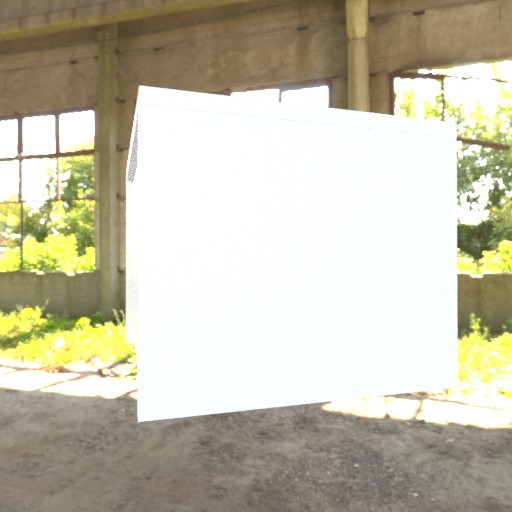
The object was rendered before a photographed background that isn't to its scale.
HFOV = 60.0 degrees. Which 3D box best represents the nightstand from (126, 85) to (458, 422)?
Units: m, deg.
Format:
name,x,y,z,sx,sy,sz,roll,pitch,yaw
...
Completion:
name,x,y,z,sx,sy,sz,roll,pitch,yaw
nightstand,0.000,0.000,0.747,0.408,0.351,0.470,0,-1,-18
